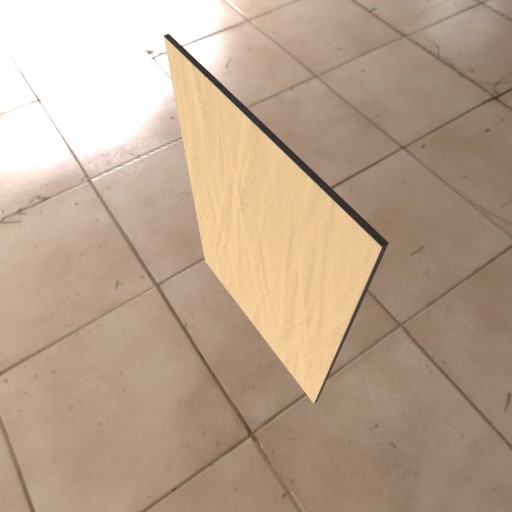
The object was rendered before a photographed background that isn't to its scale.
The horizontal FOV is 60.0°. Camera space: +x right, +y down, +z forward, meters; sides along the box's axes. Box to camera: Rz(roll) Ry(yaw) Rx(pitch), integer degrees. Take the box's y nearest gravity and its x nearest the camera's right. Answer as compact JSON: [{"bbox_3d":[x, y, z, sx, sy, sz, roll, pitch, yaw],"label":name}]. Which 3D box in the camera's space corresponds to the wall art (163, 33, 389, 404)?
[{"bbox_3d":[0.000,0.000,1.450,0.016,1.116,0.810,-31,63,-18],"label":"wall art"}]
